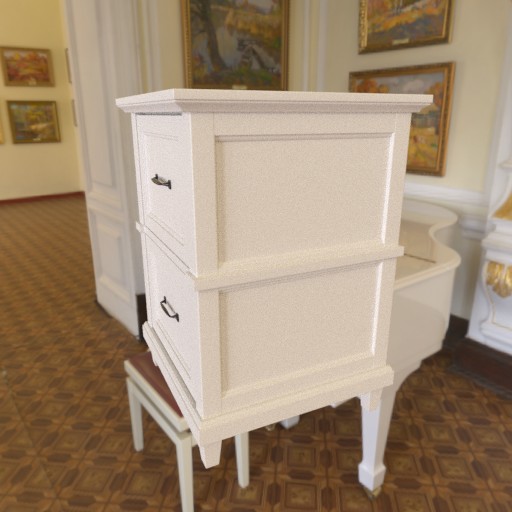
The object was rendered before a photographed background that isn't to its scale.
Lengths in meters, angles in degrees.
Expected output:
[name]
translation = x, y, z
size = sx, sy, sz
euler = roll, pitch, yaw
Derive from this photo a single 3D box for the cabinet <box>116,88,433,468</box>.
[cabinet]
translation = 0.000, 0.000, 1.147
size = 0.547, 0.775, 0.544
euler = -8, 20, -24
